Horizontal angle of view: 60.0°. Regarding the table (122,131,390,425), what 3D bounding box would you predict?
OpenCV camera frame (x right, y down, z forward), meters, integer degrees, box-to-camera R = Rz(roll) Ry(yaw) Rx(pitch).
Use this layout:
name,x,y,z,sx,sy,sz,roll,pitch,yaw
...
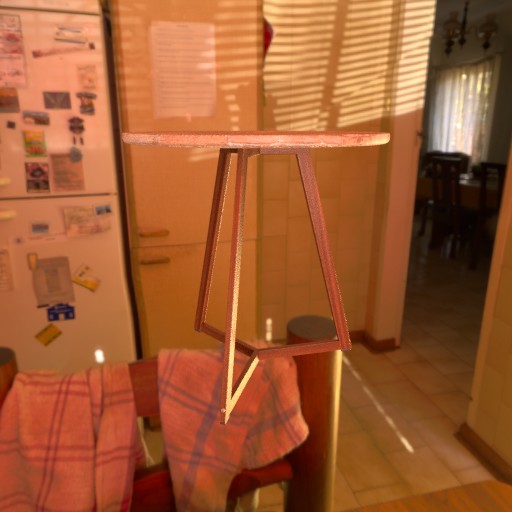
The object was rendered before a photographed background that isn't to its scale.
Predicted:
name,x,y,z,sx,sy,sz,roll,pitch,yaw
table,0.000,0.000,0.930,0.500,0.500,0.500,0,16,0
